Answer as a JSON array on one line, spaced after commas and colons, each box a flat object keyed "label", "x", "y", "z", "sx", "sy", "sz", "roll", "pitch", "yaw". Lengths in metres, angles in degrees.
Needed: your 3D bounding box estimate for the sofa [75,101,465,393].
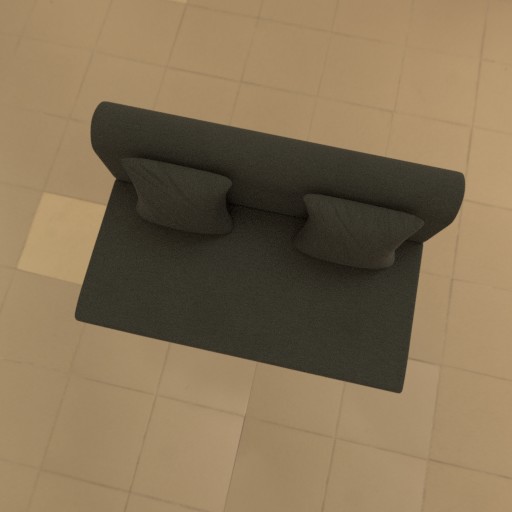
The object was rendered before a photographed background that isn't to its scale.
[{"label": "sofa", "x": 0.000, "y": 0.000, "z": 1.678, "sx": 1.225, "sy": 0.670, "sz": 0.762, "roll": 12, "pitch": 77, "yaw": 3}]
